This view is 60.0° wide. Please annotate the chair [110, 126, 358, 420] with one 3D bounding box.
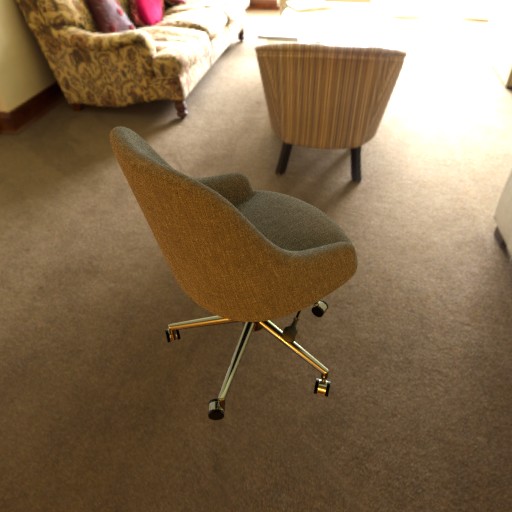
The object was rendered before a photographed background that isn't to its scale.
[{"bbox_3d":[0.000,0.000,1.431,0.712,0.950,0.671,-28,48,-28],"label":"chair"}]
